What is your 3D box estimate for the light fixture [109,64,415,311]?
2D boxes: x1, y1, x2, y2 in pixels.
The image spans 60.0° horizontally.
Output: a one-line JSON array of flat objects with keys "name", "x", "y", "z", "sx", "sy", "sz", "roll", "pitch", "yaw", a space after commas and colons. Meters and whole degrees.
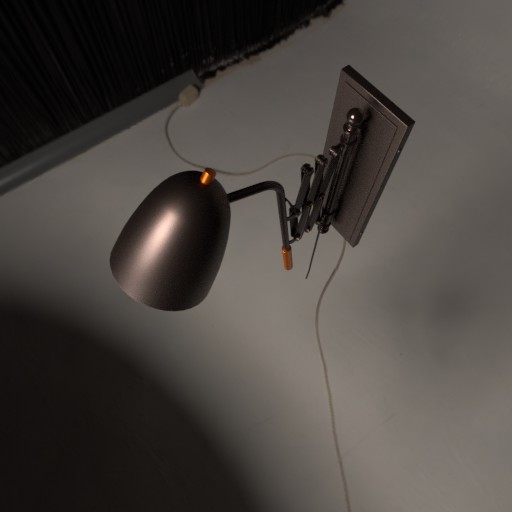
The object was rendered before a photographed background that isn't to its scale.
[{"name": "light fixture", "x": 0.000, "y": 0.000, "z": 0.910, "sx": 0.499, "sy": 0.715, "sz": 0.162, "roll": -34, "pitch": 70, "yaw": -15}]
